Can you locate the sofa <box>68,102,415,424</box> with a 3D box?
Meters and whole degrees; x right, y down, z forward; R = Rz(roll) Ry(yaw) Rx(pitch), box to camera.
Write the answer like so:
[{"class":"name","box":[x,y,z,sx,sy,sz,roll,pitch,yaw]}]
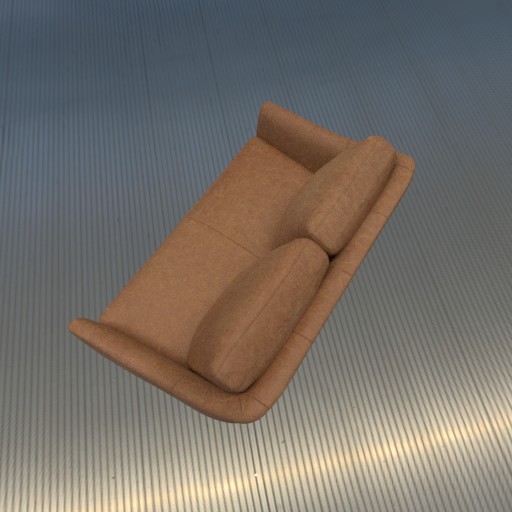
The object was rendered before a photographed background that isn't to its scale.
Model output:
[{"class":"sofa","box":[0.000,0.000,2.243,0.960,0.902,1.619,30,68,14]}]
